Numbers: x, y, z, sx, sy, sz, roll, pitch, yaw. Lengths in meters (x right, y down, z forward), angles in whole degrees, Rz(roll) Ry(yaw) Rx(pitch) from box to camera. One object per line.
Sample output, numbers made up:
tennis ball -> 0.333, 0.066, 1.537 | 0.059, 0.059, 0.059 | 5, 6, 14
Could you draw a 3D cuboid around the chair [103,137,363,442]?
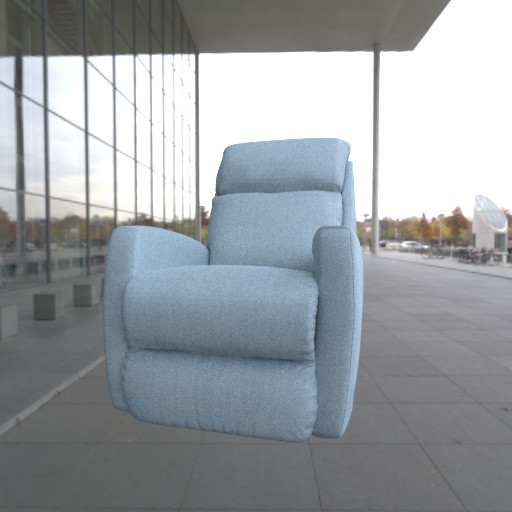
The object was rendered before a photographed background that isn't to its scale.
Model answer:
chair -> 0.000, 0.000, 1.656 | 0.812, 1.013, 0.940 | 1, 2, 17
